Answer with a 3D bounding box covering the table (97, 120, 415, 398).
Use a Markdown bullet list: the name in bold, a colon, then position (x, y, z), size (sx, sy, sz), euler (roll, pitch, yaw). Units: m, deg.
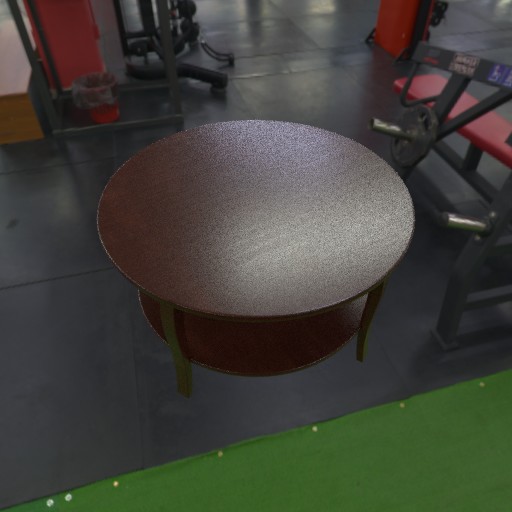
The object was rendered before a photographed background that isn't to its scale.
- **table**: position (0.000, 0.000, 1.486), size (0.911, 0.512, 0.911), euler (0, 44, 0)
